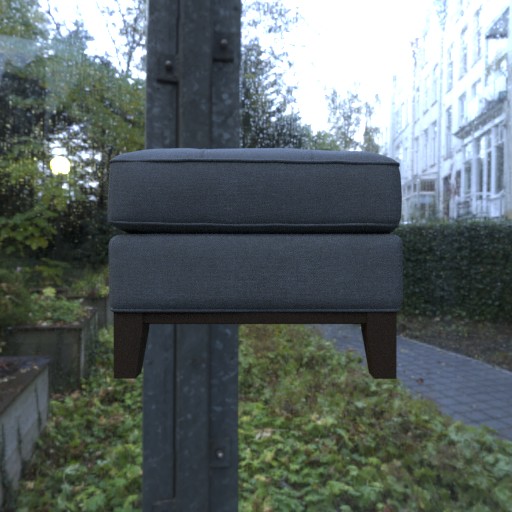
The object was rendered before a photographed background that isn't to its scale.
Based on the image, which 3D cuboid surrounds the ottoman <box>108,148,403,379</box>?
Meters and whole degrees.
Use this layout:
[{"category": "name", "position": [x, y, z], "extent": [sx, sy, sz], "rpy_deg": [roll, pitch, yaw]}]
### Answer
[{"category": "ottoman", "position": [0.000, 0.000, 1.476], "extent": [0.648, 0.514, 1.143], "rpy_deg": [0, 0, 0]}]
